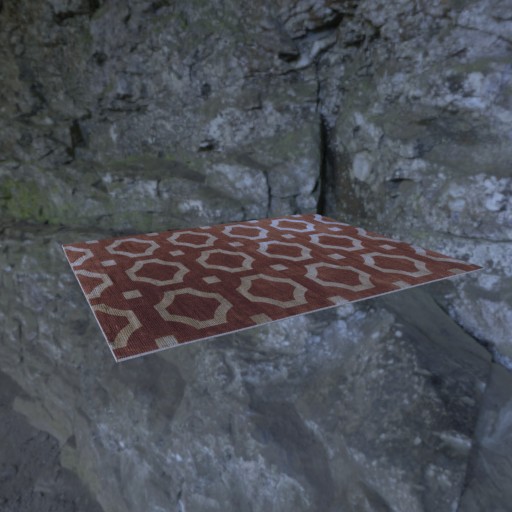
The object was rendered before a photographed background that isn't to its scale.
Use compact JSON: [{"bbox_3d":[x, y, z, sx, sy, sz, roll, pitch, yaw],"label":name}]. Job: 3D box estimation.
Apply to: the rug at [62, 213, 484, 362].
[{"bbox_3d":[0.000,0.000,4.070,3.049,0.021,2.466,-10,20,-27],"label":"rug"}]
